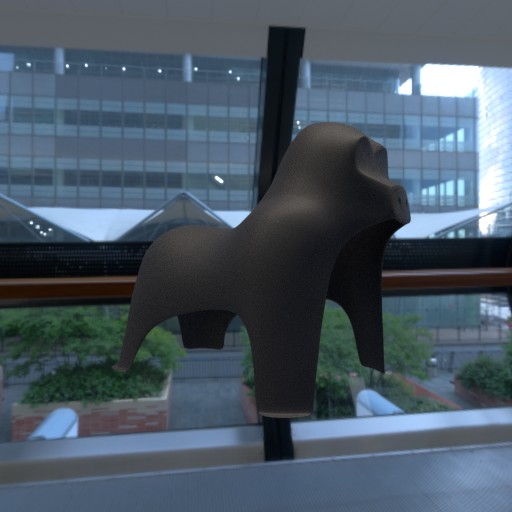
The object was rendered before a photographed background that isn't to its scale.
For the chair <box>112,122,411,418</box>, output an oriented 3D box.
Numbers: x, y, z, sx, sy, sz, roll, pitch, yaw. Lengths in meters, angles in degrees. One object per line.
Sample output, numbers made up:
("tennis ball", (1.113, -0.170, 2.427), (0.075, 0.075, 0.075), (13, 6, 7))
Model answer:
("chair", (0.000, 0.000, 1.131), (0.758, 0.600, 0.490), (-1, -1, 36))
